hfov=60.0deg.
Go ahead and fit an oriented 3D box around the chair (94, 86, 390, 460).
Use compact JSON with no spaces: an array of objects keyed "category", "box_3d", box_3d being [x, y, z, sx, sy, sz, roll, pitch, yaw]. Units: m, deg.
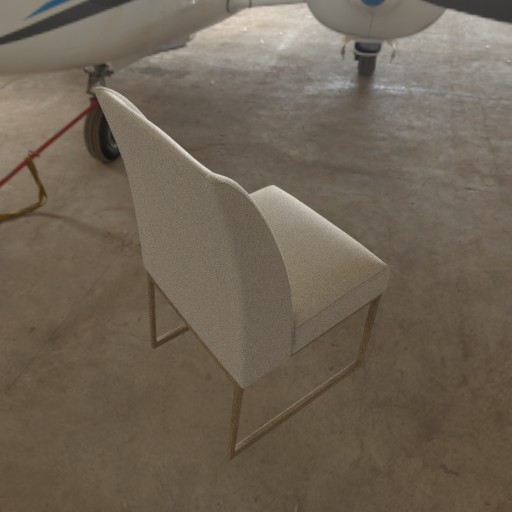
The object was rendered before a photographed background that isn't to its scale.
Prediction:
[{"category":"chair","box_3d":[0.000,0.000,1.168,0.522,0.863,0.508,-26,48,-26]}]
